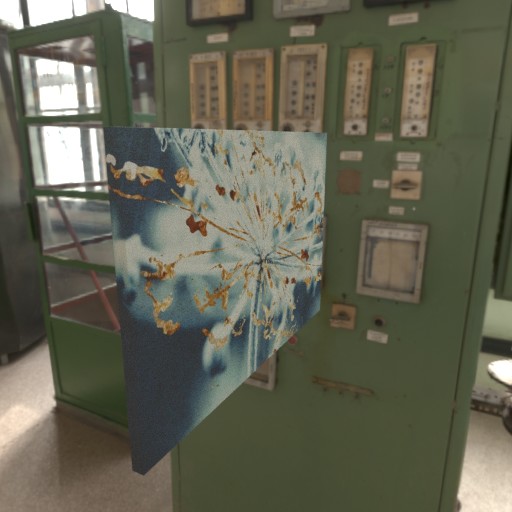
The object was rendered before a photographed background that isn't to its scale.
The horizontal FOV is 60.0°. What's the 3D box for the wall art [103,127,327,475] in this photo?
[{"bbox_3d":[0.000,0.000,1.399,0.035,0.759,1.138,8,17,27],"label":"wall art"}]
